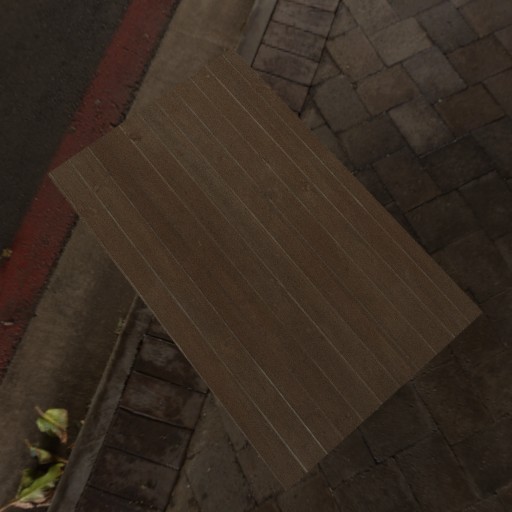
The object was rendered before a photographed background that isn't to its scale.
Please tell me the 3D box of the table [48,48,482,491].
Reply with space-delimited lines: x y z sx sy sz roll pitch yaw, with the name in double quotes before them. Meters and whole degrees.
"table" 0.000 0.000 1.689 0.827 0.413 1.299 -38 78 -9
